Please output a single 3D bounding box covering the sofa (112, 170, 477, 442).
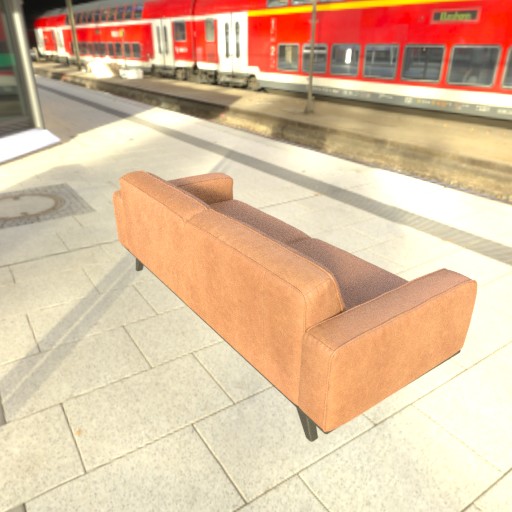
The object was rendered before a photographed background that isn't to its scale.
[{"bbox_3d":[0.000,0.000,2.680,0.953,0.780,2.270,-18,31,-32],"label":"sofa"}]
